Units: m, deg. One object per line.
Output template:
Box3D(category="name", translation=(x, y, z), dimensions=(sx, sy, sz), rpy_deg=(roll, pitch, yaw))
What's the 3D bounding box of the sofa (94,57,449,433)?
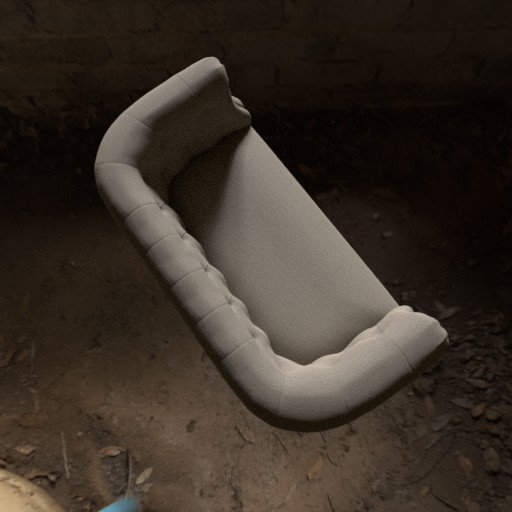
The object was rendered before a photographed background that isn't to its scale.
Box3D(category="sofa", translation=(0.000, 0.000, 2.043), dimensions=(0.835, 0.827, 1.558), rpy_deg=(-35, 77, -9))
